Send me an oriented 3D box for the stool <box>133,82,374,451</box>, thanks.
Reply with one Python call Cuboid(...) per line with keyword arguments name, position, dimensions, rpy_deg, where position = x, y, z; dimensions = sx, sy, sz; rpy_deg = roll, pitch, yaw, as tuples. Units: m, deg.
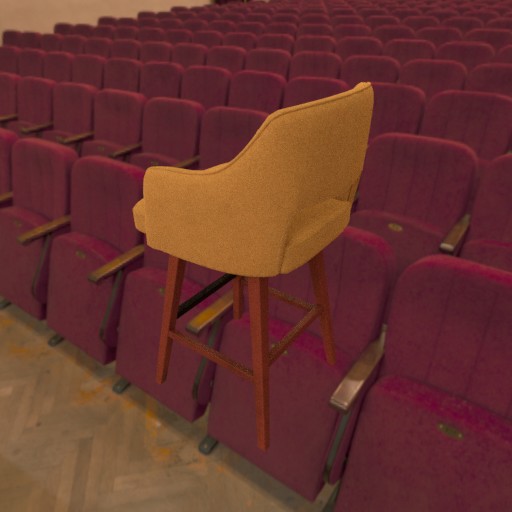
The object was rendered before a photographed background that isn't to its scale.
Cuboid(name="stool", position=(0.000, 0.000, 1.352), dimensions=(0.558, 1.012, 0.548), rpy_deg=(21, 36, 30))
